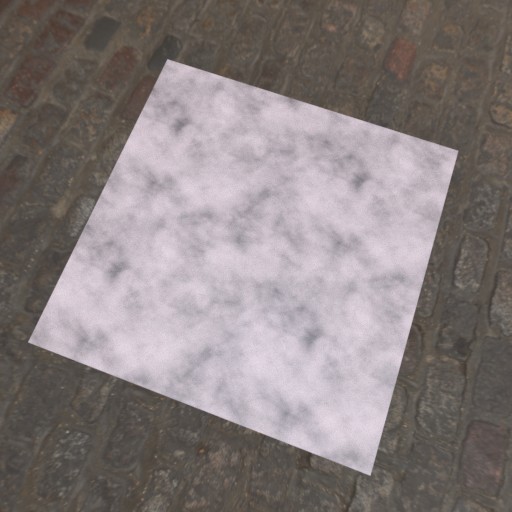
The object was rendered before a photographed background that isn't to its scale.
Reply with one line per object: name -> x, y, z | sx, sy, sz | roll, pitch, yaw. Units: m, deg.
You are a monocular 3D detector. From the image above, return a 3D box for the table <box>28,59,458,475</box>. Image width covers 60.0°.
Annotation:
table -> 0.000, 0.000, 1.325 | 0.890, 0.305, 0.890 | 19, 76, 5
